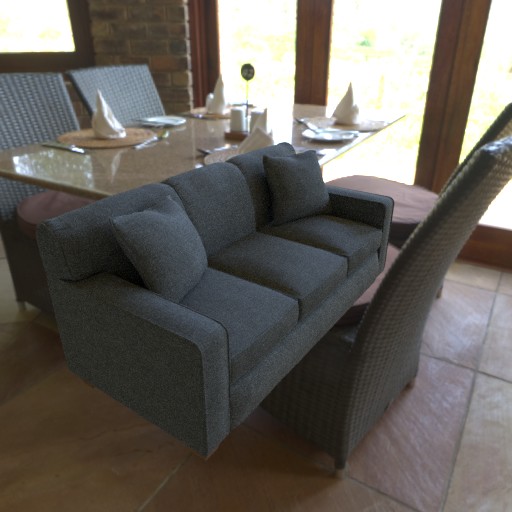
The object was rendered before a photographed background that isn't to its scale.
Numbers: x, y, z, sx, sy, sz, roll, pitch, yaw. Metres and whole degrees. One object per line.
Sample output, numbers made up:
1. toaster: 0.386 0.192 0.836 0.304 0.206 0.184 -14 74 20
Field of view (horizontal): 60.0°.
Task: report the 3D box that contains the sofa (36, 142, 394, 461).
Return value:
1. sofa: 0.000 0.000 2.603 0.997 0.958 2.024 17 31 31
